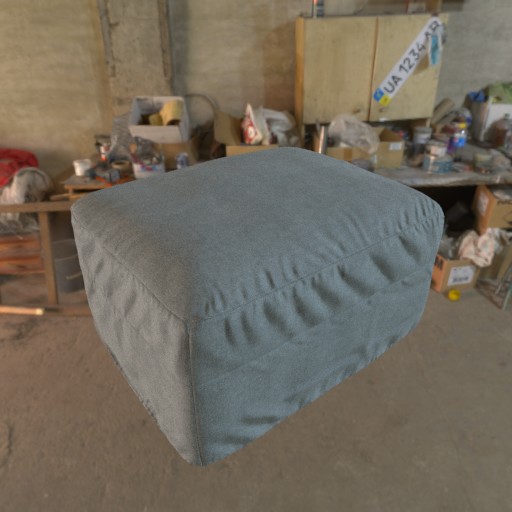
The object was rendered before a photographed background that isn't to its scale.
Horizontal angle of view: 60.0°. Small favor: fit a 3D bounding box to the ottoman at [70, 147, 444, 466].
[{"bbox_3d":[0.000,0.000,1.250,0.837,0.481,0.683,-21,36,-32],"label":"ottoman"}]
